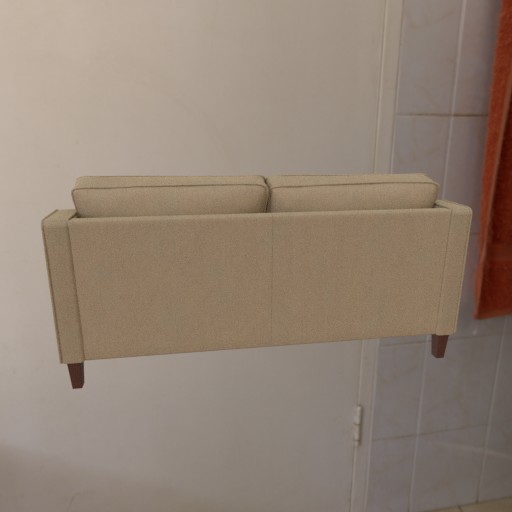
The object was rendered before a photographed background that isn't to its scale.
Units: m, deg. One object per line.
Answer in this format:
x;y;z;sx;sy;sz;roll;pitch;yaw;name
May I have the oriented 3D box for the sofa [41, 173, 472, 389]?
0.000;0.000;2.791;2.178;1.071;1.066;-2;16;-9;sofa
